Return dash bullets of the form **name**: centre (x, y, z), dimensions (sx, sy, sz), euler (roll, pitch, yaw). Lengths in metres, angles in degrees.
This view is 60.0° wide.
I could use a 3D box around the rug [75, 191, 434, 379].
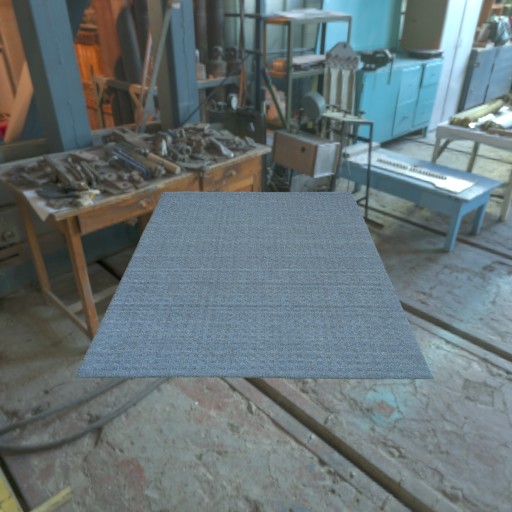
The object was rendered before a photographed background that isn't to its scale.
- **rug**: centre (0.000, 0.000, 4.360), dimensions (2.443, 0.007, 3.200), euler (0, 31, 0)
